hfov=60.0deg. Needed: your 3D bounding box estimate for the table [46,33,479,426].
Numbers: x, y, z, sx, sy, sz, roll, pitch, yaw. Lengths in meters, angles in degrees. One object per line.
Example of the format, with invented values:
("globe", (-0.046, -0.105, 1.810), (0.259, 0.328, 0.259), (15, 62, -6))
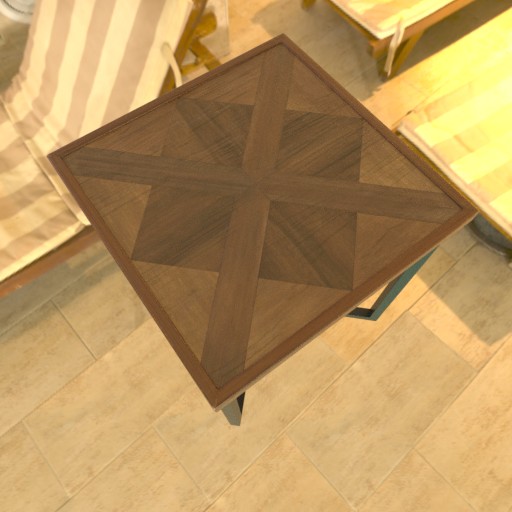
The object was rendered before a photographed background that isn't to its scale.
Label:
("table", (0.000, 0.000, 0.970), (0.503, 0.563, 0.503), (-34, 69, -15))
